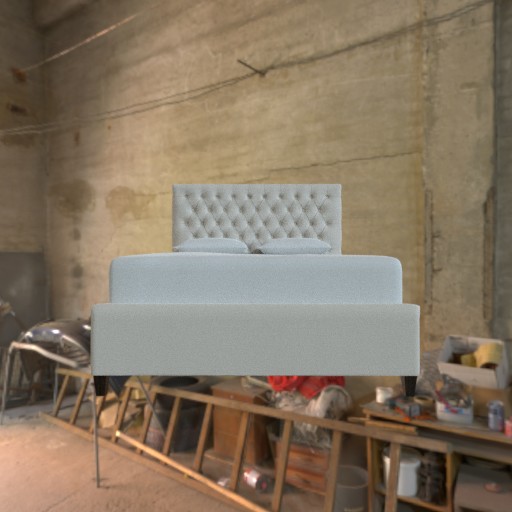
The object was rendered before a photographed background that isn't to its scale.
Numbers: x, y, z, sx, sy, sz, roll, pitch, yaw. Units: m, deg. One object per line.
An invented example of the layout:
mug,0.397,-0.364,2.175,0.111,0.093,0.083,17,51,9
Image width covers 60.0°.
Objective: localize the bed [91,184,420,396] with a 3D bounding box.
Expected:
bed,0.000,0.000,3.340,1.696,1.426,2.233,0,0,0
